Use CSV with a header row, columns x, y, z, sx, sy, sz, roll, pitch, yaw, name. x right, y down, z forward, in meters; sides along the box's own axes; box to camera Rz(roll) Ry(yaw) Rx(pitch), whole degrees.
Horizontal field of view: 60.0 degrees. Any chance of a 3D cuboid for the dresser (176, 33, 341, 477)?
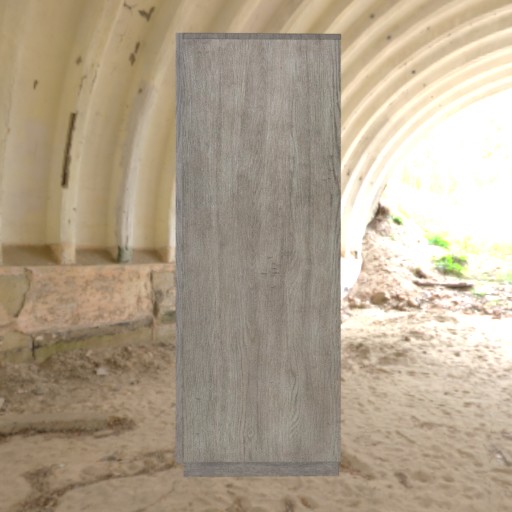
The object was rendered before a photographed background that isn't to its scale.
x,y,z,sx,sy,sz,roll,pitch,yaw,name
0.000,0.000,1.770,0.483,1.295,0.967,0,0,-1,dresser
